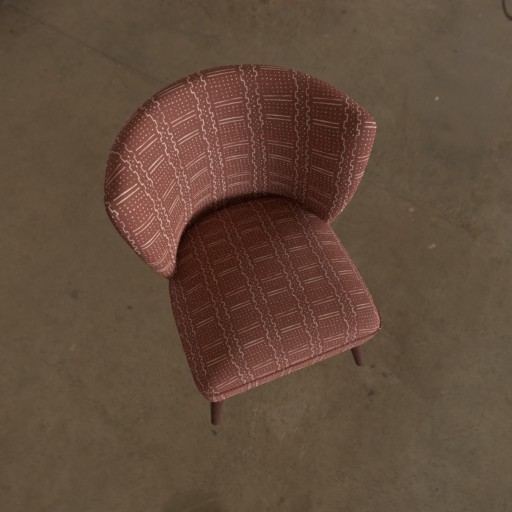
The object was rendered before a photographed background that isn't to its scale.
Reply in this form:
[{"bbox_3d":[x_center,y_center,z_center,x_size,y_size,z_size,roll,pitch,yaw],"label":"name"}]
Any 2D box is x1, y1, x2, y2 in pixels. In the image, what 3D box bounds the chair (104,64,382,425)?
[{"bbox_3d":[0.000,0.000,1.409,0.706,0.866,0.758,-19,65,-9],"label":"chair"}]
